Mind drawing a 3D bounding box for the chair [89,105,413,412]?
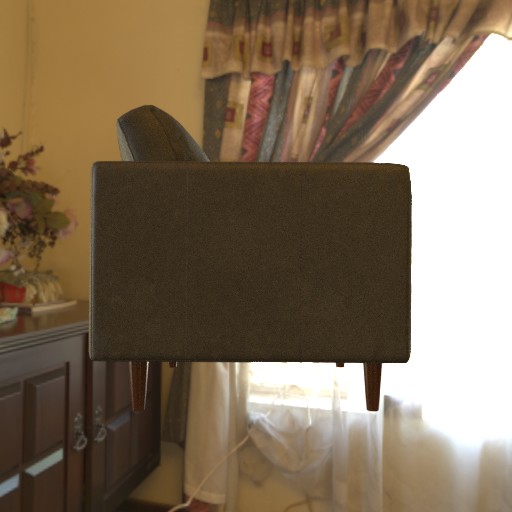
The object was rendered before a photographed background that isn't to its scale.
[{"bbox_3d":[0.000,0.000,1.549,0.879,0.898,0.831,0,0,0],"label":"chair"}]
